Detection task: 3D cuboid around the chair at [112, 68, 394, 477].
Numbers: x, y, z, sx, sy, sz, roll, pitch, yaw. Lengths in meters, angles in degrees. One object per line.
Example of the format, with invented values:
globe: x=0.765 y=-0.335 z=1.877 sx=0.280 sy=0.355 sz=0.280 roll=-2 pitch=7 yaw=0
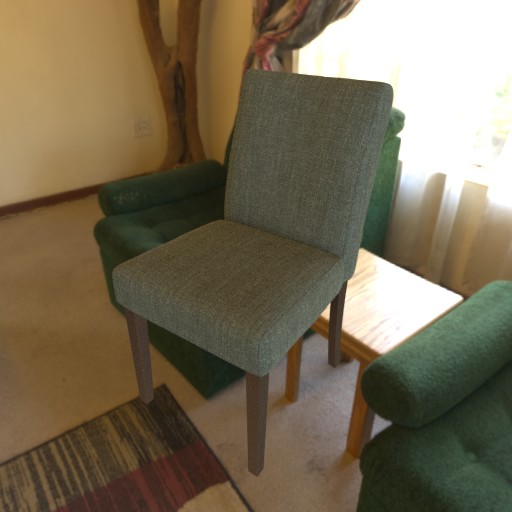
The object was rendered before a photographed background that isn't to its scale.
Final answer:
chair: x=0.000 y=0.000 z=1.234 sx=0.487 sy=0.884 sz=0.629 roll=20 pitch=36 yaw=30
